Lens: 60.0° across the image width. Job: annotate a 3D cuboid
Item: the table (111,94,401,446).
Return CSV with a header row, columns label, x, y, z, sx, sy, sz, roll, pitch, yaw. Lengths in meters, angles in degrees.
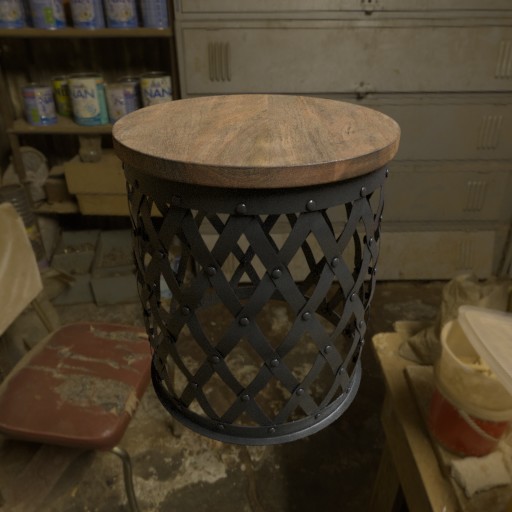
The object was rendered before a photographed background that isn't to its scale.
label,x,y,z,sx,sy,sz,roll,pitch,yaw
table,0.000,0.000,0.757,0.405,0.454,0.405,0,30,0
